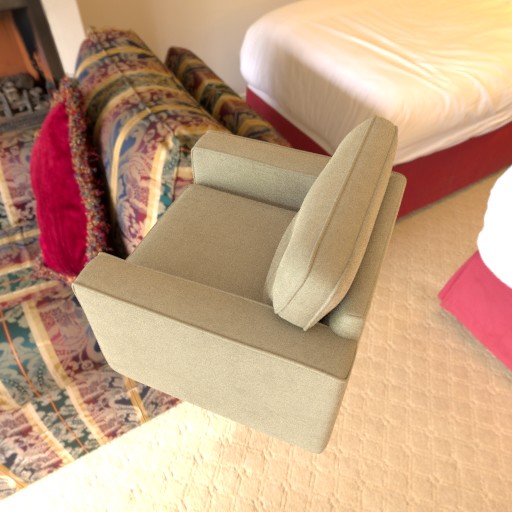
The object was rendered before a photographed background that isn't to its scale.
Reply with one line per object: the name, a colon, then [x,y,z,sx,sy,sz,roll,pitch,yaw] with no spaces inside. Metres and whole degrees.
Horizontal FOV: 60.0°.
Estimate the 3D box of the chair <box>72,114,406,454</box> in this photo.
chair: [0.000,0.000,1.743,0.939,0.965,1.015,17,50,15]
